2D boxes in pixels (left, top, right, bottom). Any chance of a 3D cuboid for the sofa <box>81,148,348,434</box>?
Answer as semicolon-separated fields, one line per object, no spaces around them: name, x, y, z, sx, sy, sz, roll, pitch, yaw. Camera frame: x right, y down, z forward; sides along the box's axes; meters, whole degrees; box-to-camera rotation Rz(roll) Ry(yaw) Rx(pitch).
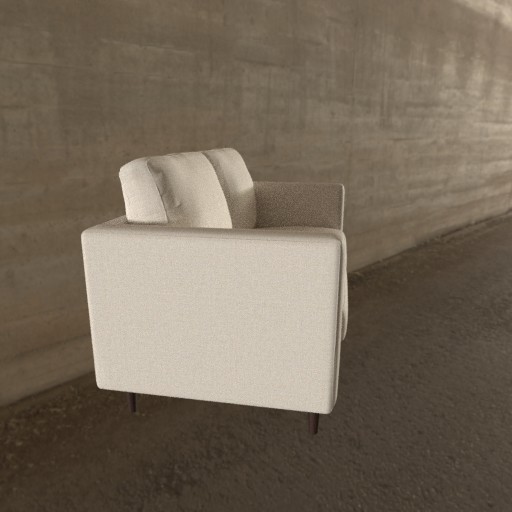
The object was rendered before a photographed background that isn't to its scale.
sofa;0.000;0.000;1.963;0.796;0.908;1.430;3;16;10
